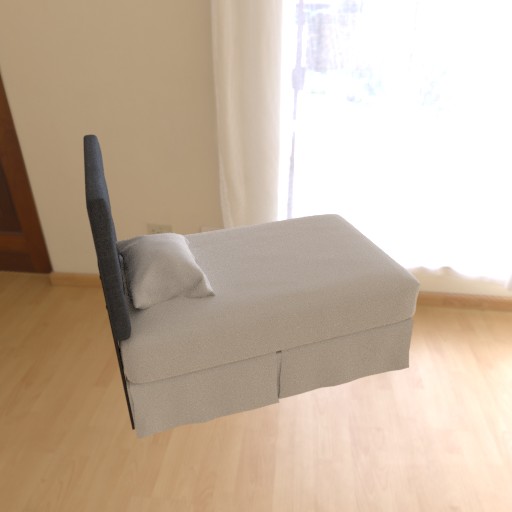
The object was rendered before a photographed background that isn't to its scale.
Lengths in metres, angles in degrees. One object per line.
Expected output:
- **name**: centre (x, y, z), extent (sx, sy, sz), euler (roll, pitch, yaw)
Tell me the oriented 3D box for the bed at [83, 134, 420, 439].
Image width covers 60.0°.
- **bed**: centre (0.000, 0.000, 3.068), extent (1.997, 1.571, 1.261), euler (-10, 32, -16)
